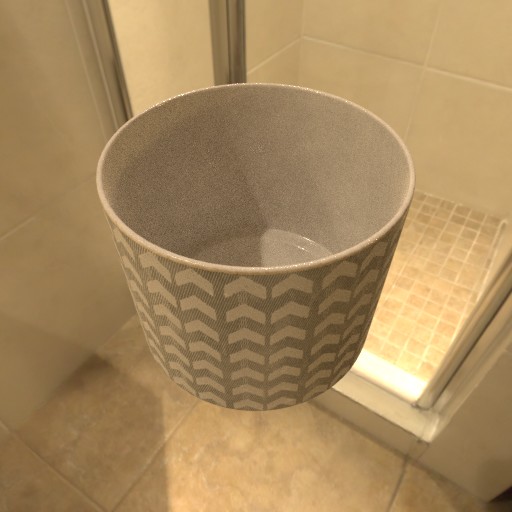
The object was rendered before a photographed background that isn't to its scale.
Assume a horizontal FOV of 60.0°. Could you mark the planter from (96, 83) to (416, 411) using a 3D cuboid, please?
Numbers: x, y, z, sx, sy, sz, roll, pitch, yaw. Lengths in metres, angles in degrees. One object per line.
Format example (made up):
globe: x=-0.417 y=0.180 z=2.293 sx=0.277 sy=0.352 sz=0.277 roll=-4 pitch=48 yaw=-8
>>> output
planter: x=0.000 y=0.000 z=0.443 sx=0.250 sy=0.239 sz=0.250 roll=0 pitch=47 yaw=0
